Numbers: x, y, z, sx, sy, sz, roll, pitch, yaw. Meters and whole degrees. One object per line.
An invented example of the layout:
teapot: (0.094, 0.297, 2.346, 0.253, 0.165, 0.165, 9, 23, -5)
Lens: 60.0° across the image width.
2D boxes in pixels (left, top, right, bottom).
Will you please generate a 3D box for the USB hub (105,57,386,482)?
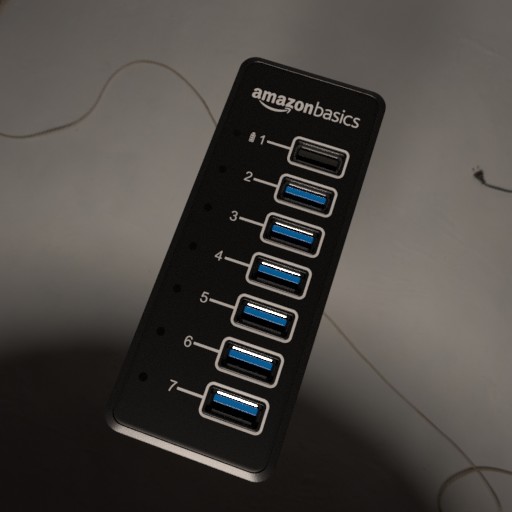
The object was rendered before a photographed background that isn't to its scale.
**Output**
USB hub: (0.000, 0.000, 0.129, 0.044, 0.023, 0.110, 18, 78, 4)
